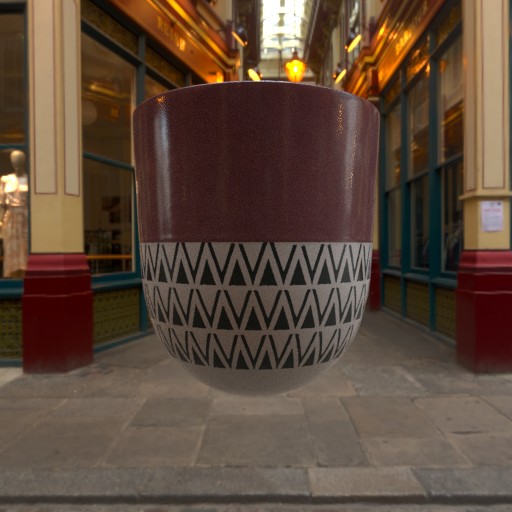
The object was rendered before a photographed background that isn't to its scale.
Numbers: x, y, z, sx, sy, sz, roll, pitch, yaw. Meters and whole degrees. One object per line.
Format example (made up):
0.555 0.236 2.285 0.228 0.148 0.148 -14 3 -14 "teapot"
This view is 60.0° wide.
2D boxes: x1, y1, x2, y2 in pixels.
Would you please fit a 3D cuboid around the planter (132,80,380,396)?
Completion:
0.000 0.000 0.364 0.195 0.214 0.195 0 1 0 "planter"
